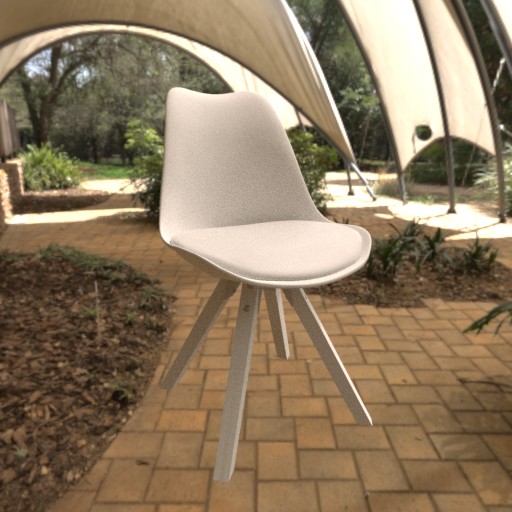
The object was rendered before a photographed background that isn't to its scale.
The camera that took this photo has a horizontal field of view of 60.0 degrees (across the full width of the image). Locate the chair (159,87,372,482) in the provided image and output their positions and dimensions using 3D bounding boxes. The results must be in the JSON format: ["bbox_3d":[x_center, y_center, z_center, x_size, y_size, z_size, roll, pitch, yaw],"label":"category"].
[{"bbox_3d":[0.000,0.000,1.144,0.485,0.850,0.550,-8,17,-27],"label":"chair"}]
